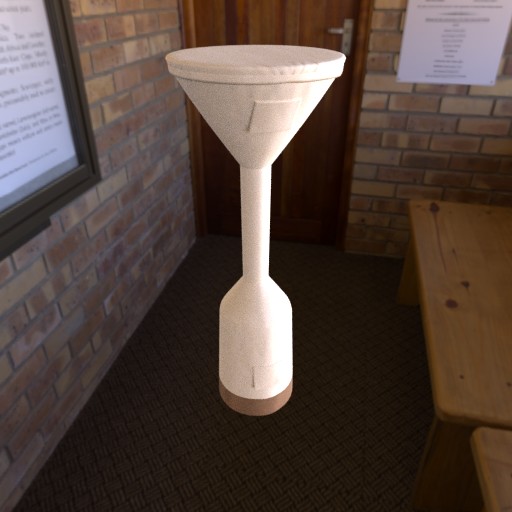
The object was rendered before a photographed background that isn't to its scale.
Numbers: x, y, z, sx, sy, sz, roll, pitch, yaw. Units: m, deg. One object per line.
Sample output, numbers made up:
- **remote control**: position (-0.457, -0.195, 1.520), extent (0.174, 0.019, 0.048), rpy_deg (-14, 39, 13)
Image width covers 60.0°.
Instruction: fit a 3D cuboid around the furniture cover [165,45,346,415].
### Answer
- **furniture cover**: position (0.000, 0.000, 2.887), extent (0.914, 2.413, 0.914), rpy_deg (-10, 32, -17)
